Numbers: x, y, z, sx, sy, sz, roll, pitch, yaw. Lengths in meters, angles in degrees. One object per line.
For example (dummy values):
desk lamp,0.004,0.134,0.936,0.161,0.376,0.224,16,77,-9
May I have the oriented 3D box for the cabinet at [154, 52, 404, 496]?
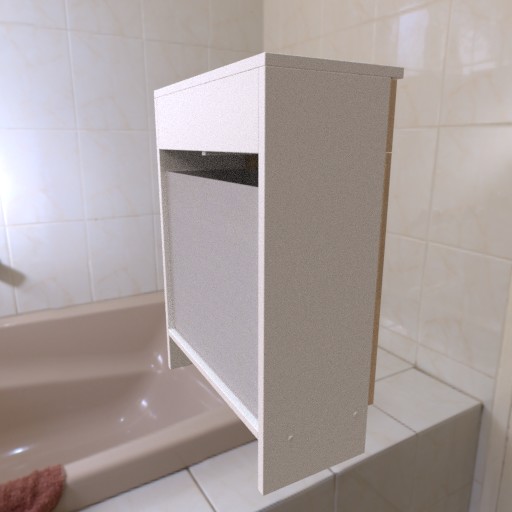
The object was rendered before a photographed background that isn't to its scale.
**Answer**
cabinet,0.000,0.000,1.101,0.296,0.815,0.600,-8,16,-28
